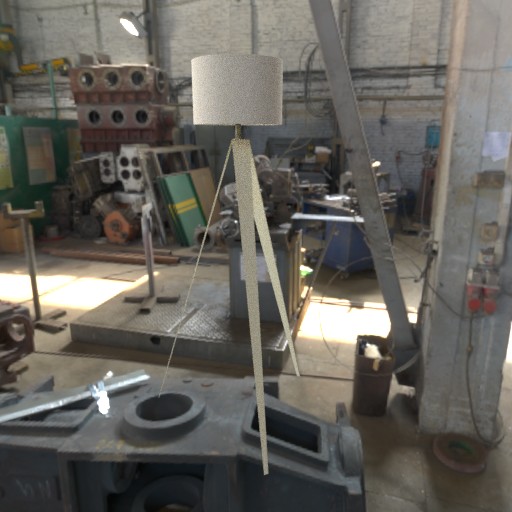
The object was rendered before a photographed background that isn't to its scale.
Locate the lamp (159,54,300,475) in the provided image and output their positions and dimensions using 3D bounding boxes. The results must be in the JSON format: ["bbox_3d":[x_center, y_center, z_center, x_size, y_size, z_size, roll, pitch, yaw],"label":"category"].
[{"bbox_3d":[0.000,0.000,1.869,0.724,1.524,0.716,-8,18,-28],"label":"lamp"}]
